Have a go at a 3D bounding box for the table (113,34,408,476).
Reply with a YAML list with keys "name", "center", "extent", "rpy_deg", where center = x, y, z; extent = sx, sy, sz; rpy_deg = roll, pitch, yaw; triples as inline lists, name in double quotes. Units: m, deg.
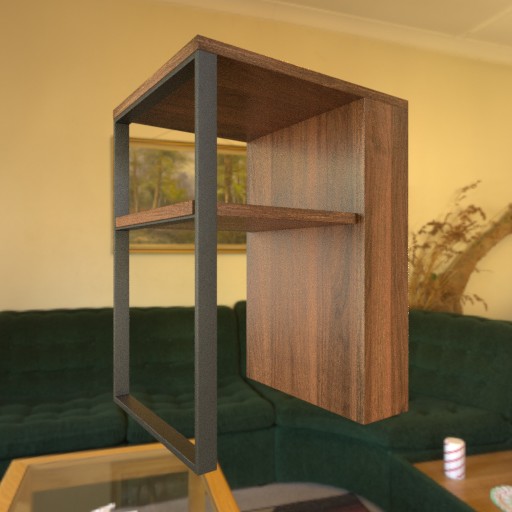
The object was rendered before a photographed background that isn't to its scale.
- name: "table"
  center: [0.000, 0.000, 1.533]
  extent: [0.786, 1.041, 0.660]
  rpy_deg: [0, 0, -35]
